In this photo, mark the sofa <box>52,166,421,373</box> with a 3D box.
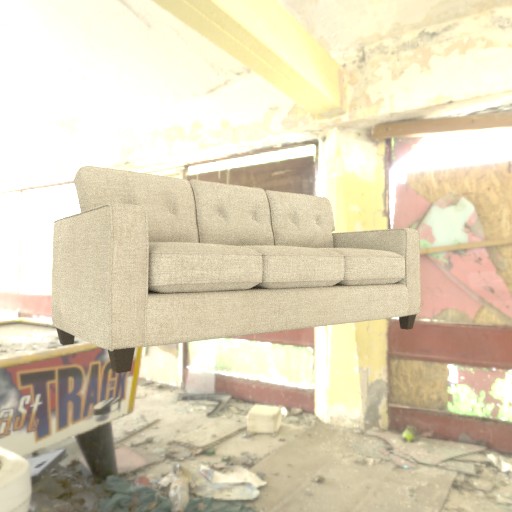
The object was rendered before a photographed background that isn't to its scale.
[{"bbox_3d":[0.000,0.000,2.696,2.133,0.965,0.939,1,-1,-37],"label":"sofa"}]
